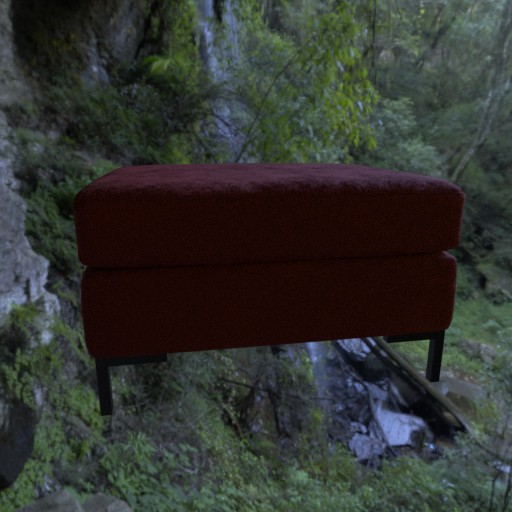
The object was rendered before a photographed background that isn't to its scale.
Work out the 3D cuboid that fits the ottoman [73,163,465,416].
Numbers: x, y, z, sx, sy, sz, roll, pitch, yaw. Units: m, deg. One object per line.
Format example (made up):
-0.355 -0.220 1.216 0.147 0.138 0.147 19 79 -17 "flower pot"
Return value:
0.000 0.000 1.170 0.782 0.462 0.650 -3 15 -10 "ottoman"
